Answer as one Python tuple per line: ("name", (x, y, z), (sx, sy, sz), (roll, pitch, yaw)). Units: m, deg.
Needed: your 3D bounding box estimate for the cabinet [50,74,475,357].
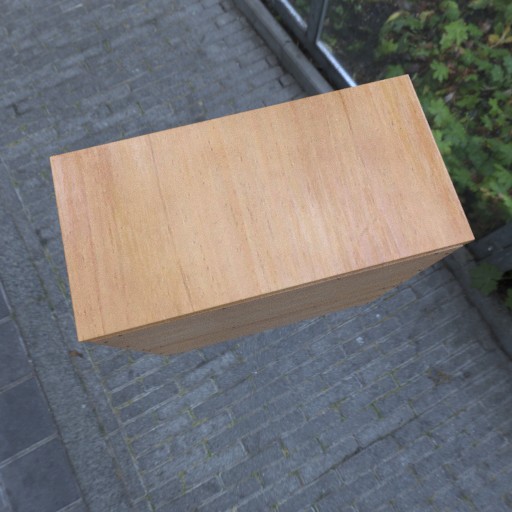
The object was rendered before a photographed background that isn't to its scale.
("cabinet", (0.000, 0.000, 1.396), (0.800, 1.001, 0.419), (-14, 76, -4))
